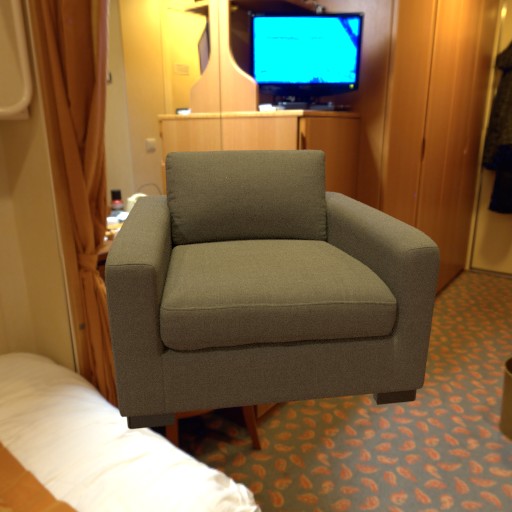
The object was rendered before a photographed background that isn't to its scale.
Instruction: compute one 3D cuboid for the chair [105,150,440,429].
[{"bbox_3d":[0.000,0.000,1.896,1.070,0.847,1.100,-3,16,-9],"label":"chair"}]
